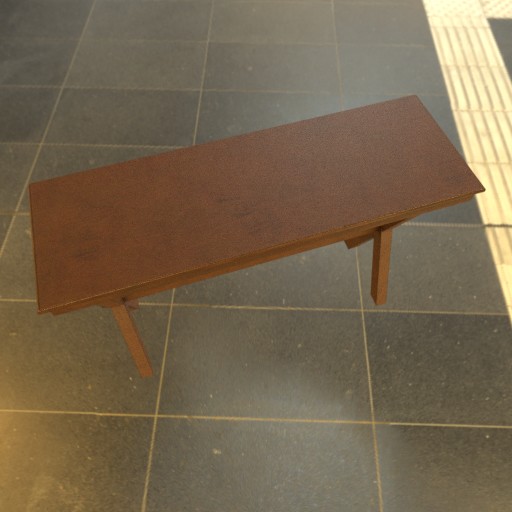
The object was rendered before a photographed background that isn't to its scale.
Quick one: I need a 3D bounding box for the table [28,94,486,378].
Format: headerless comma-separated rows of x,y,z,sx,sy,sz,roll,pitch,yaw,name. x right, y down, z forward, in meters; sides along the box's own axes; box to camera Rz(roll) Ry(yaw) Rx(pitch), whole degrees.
0.000,0.000,1.541,1.197,0.763,0.399,-15,61,-9,table
